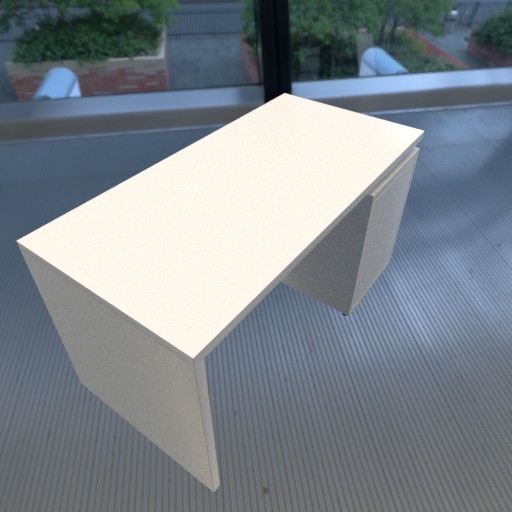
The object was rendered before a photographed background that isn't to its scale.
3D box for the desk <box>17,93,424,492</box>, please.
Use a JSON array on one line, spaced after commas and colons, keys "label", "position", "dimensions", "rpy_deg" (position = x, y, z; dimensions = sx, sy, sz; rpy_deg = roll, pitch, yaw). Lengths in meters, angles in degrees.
[{"label": "desk", "position": [0.000, 0.000, 1.794], "dimensions": [0.690, 0.740, 1.400], "rpy_deg": [26, 47, 27]}]
